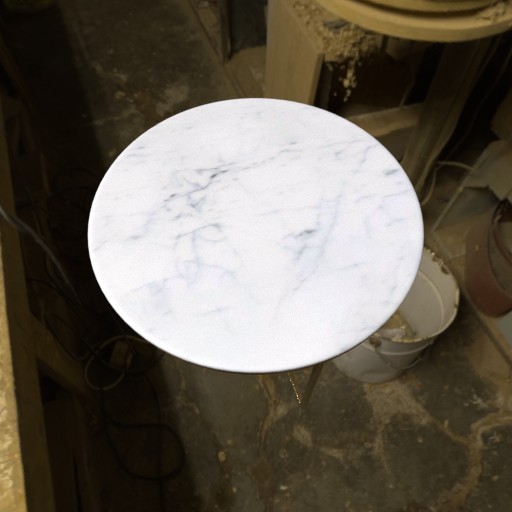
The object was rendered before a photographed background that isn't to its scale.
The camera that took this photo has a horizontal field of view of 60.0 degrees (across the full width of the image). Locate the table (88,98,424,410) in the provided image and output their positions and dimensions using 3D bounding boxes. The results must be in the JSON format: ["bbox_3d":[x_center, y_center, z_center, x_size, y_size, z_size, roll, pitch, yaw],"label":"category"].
[{"bbox_3d":[0.000,0.000,1.263,0.800,0.450,0.800,0,59,0],"label":"table"}]
